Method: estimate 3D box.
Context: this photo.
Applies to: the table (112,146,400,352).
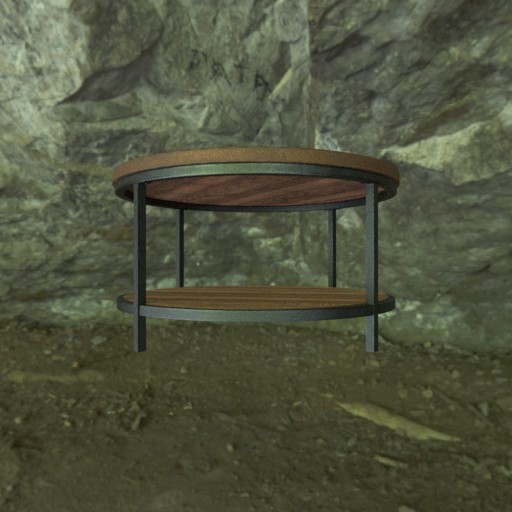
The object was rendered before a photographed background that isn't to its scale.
[{"bbox_3d":[0.000,0.000,1.357,0.837,0.462,0.837,0,0,0],"label":"table"}]
